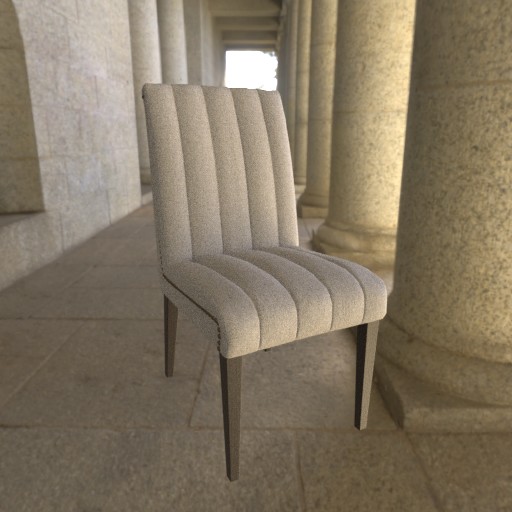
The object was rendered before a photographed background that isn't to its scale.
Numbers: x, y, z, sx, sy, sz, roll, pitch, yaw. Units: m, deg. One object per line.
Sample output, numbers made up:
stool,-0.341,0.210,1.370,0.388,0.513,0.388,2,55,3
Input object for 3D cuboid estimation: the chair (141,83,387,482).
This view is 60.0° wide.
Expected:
chair,0.000,0.000,1.349,0.511,1.016,0.647,-8,18,-27
